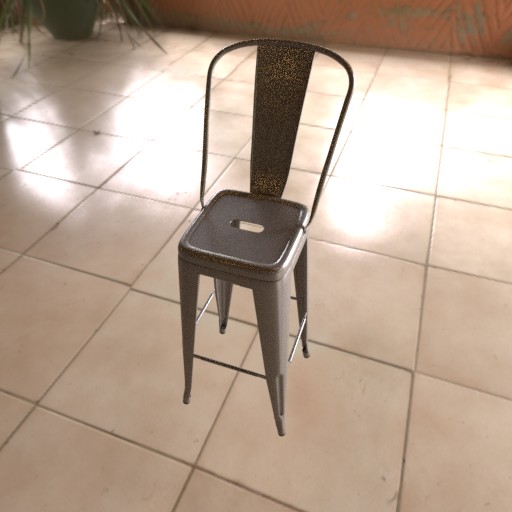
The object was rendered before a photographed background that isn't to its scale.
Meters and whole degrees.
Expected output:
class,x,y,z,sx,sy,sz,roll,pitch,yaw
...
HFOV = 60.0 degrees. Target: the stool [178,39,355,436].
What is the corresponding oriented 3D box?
class,x,y,z,sx,sy,sz,roll,pitch,yaw
stool,0.000,0.000,1.350,0.399,1.096,0.513,13,43,14
